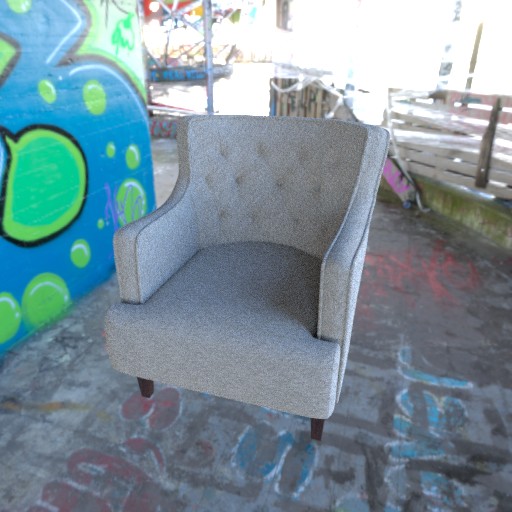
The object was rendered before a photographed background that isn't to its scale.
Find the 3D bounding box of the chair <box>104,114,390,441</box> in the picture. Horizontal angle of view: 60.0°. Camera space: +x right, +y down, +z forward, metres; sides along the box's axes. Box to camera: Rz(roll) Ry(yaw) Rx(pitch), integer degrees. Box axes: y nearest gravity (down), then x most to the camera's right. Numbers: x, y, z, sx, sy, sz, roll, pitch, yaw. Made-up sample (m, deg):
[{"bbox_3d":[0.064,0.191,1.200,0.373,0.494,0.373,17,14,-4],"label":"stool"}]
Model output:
[{"bbox_3d":[0.000,0.000,1.702,0.820,0.920,0.910,8,27,16],"label":"chair"}]
